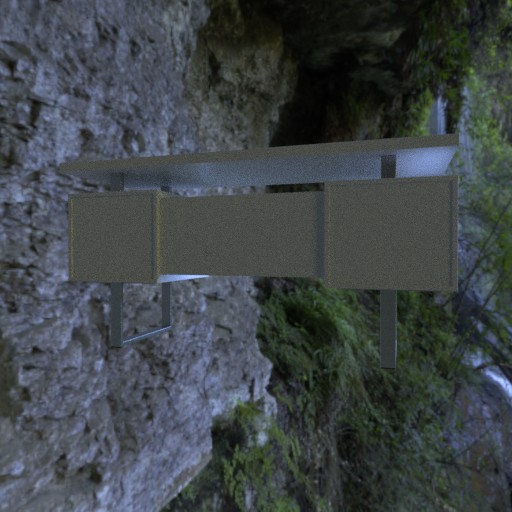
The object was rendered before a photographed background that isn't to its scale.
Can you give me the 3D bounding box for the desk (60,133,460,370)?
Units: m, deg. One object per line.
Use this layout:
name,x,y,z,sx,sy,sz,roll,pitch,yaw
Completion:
desk,0.000,0.000,1.902,1.530,0.773,0.603,0,1,18
